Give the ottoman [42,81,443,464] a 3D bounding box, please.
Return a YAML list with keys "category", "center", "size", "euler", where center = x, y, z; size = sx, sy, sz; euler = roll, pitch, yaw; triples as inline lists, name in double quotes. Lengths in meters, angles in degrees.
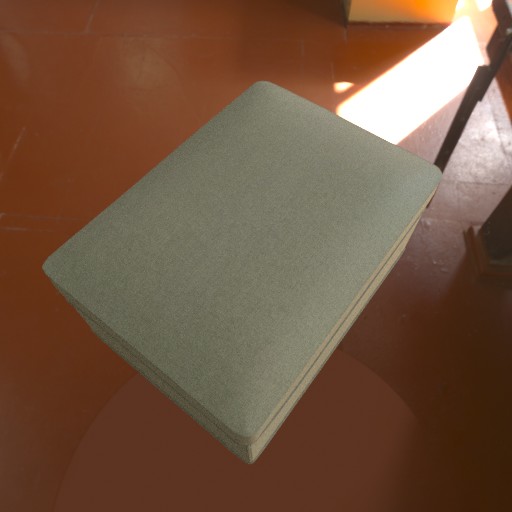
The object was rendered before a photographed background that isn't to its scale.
- category: "ottoman"
  center: [0.000, 0.000, 1.243]
  size: [0.619, 0.504, 0.843]
  euler: [34, 65, 18]
